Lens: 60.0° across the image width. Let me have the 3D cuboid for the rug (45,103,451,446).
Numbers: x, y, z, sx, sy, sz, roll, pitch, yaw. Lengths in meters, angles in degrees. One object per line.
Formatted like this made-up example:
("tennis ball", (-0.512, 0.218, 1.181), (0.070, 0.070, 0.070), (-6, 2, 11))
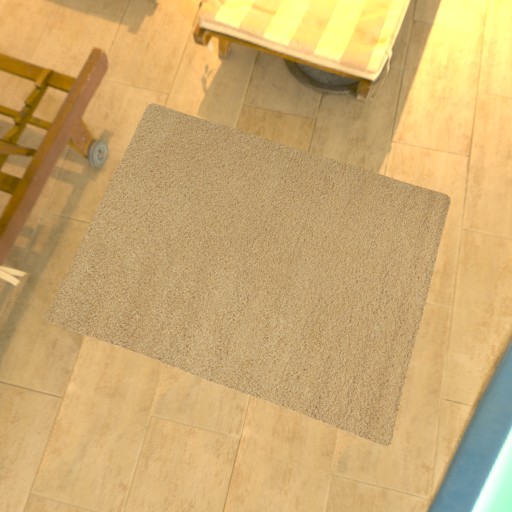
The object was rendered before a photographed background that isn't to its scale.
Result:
("rug", (0.000, 0.000, 2.077), (1.600, 0.025, 1.199), (19, 75, 5))
